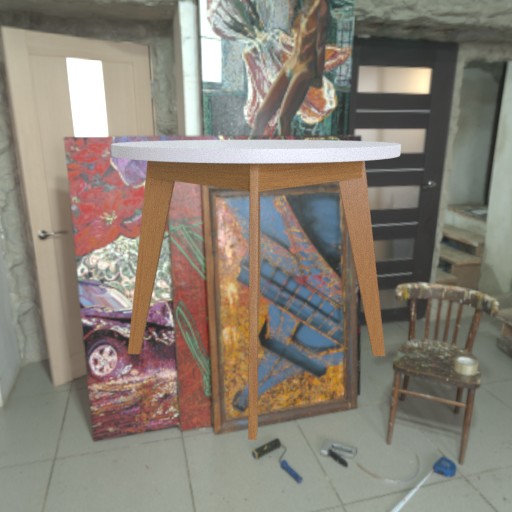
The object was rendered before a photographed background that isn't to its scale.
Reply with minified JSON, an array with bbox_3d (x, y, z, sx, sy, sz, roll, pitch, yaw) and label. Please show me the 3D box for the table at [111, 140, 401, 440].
[{"bbox_3d":[0.000,0.000,1.540,0.896,0.762,0.896,0,16,0],"label":"table"}]
